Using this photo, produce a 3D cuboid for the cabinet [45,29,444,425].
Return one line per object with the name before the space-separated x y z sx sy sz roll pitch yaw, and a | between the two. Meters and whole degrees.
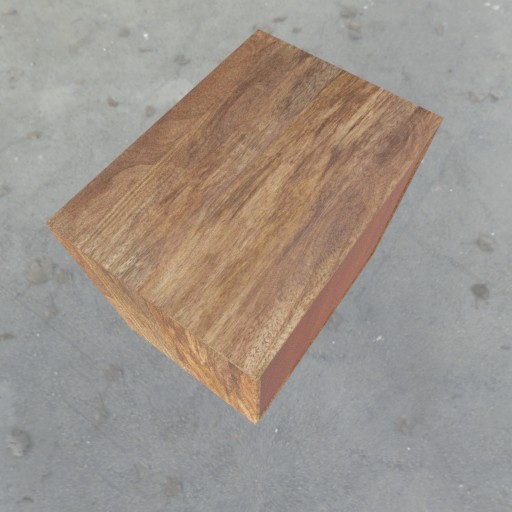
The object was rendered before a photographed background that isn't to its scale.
cabinet | 0.000 0.000 1.181 0.473 0.758 0.647 33 68 15
